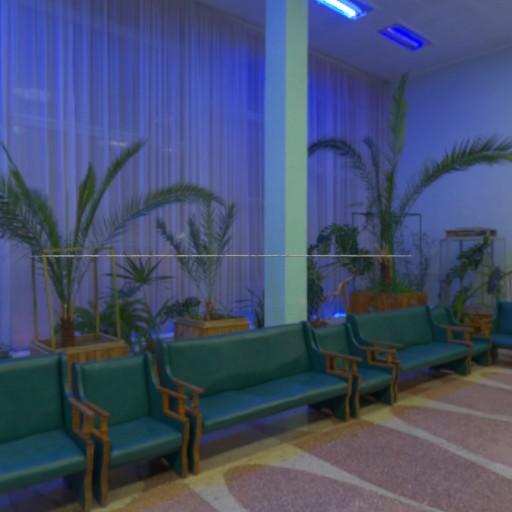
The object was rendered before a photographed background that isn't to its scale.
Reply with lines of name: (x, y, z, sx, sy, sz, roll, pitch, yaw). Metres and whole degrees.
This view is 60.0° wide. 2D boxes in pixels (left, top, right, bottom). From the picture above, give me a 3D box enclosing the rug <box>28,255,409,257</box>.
rug: (0.000, 0.000, 2.651, 2.372, 0.008, 0.620, 0, 0, -37)
